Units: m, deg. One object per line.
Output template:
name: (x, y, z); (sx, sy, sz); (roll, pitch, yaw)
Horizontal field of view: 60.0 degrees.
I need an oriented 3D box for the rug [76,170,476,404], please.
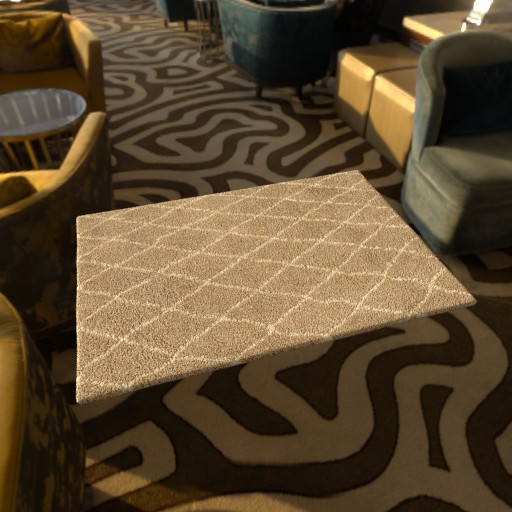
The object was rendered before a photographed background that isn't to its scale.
rug: (0.000, 0.000, 2.296); (1.778, 0.030, 1.219); (-11, 43, -12)
